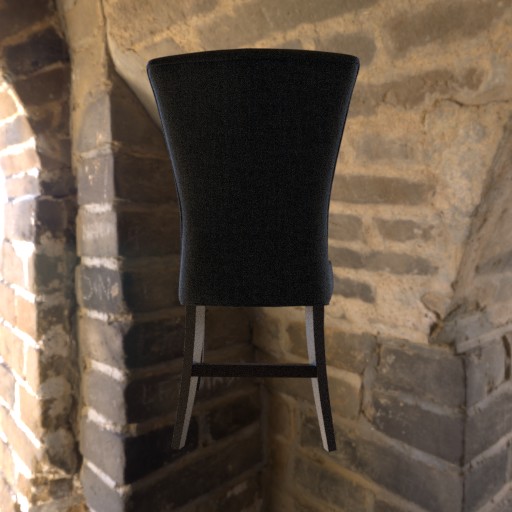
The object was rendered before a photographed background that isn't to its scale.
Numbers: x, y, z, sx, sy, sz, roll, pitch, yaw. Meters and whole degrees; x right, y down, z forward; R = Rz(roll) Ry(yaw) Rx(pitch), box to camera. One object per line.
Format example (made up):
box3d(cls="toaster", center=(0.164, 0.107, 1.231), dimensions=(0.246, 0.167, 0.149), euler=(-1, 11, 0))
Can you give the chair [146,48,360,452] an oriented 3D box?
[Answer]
box3d(cls="chair", center=(0.000, 0.000, 1.331), dimensions=(0.520, 0.991, 0.660), euler=(0, 0, 2))
